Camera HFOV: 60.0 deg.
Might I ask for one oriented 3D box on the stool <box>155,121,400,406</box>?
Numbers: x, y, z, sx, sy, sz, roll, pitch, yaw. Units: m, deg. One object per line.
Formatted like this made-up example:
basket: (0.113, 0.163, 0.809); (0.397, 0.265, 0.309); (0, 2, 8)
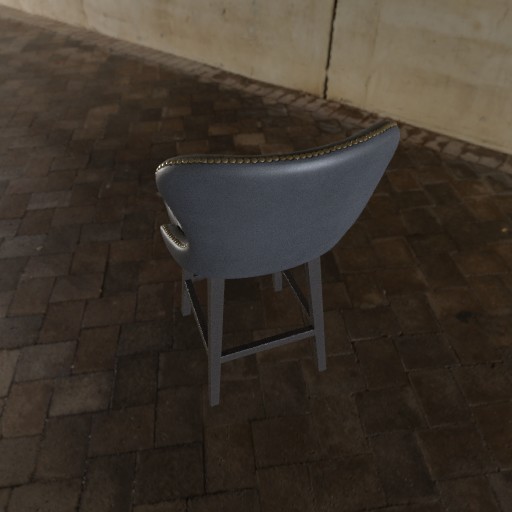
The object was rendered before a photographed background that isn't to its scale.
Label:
stool: (0.000, 0.000, 1.310); (0.528, 0.971, 0.593); (-14, 44, -15)
